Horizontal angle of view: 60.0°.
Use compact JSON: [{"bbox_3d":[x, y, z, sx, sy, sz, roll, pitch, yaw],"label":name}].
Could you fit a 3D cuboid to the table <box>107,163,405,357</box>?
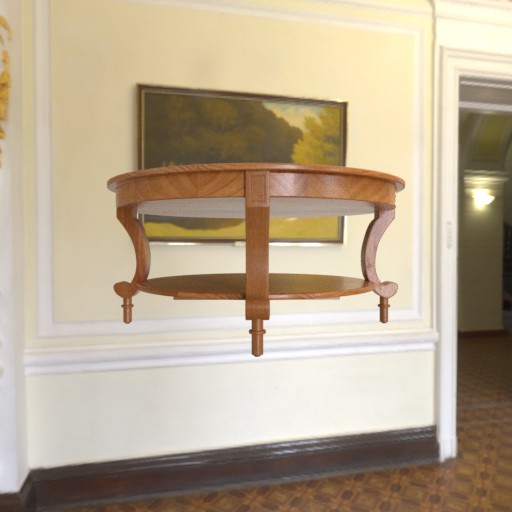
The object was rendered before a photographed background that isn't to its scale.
[{"bbox_3d":[0.000,0.000,1.610,1.029,0.490,1.029,0,2,0],"label":"table"}]
